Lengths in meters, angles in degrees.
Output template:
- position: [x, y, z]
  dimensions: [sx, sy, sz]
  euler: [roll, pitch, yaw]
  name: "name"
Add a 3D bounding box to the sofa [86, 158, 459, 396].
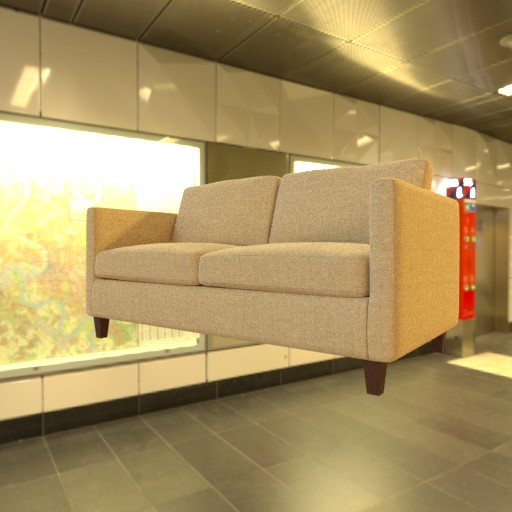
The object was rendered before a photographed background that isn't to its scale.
- position: [0.000, 0.000, 2.418]
  dimensions: [1.884, 0.963, 0.950]
  euler: [1, 1, 37]
  name: "sofa"
